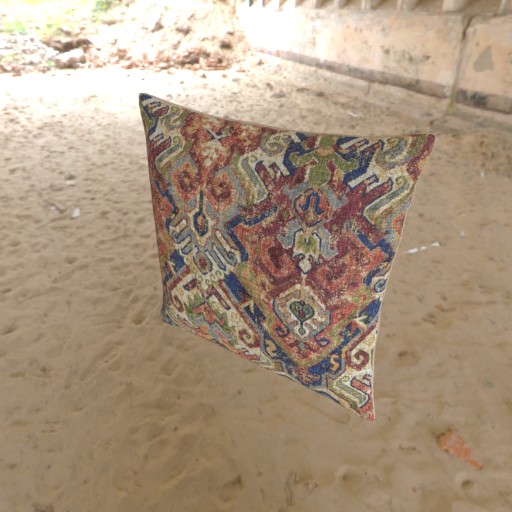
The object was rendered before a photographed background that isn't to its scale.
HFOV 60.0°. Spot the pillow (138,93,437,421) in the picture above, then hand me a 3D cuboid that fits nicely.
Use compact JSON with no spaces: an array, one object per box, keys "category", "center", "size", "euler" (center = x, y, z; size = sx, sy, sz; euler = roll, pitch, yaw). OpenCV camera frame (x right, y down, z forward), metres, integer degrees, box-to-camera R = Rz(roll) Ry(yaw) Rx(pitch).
[{"category":"pillow","center":[0.000,0.000,0.788],"size":[0.523,0.506,0.166],"euler":[19,35,29]}]
